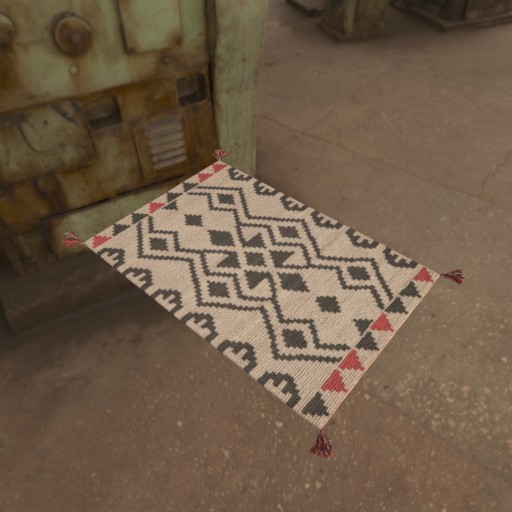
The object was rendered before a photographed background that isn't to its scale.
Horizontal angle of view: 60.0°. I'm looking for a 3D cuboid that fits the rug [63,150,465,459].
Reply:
[{"bbox_3d":[0.000,0.000,2.695,2.069,0.067,1.444,32,54,27],"label":"rug"}]
